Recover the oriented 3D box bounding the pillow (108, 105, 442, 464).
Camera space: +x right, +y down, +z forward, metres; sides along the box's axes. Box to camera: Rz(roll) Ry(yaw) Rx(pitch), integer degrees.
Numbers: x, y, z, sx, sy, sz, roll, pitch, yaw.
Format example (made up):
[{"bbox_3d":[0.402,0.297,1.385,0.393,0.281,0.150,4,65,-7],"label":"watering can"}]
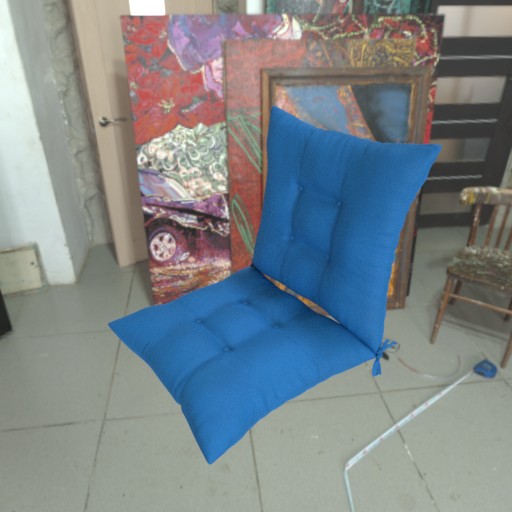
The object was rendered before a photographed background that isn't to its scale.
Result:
[{"bbox_3d":[0.000,0.000,1.007,0.585,0.536,0.541,-20,35,-32],"label":"pillow"}]
